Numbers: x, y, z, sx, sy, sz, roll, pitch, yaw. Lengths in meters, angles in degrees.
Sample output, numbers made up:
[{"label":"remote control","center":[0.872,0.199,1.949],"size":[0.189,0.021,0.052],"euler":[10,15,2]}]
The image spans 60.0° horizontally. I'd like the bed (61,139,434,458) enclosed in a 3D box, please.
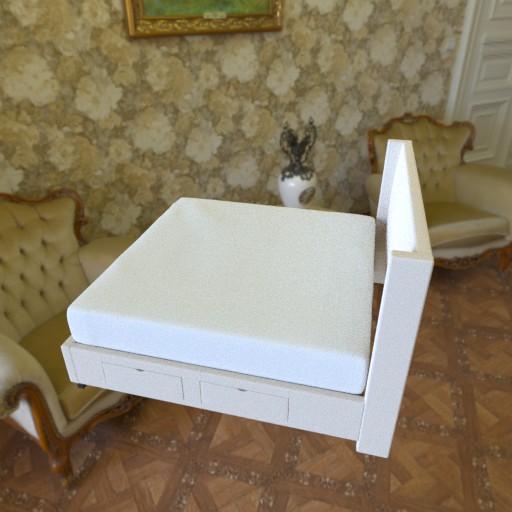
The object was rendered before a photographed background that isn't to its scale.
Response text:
[{"label":"bed","center":[0.000,0.000,3.591],"size":[2.293,1.471,2.145],"euler":[7,31,12]}]
